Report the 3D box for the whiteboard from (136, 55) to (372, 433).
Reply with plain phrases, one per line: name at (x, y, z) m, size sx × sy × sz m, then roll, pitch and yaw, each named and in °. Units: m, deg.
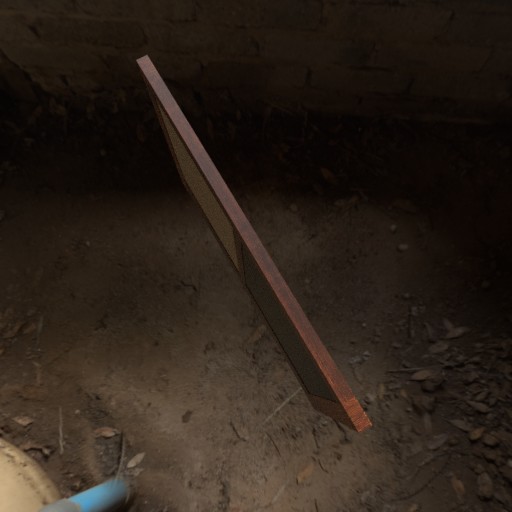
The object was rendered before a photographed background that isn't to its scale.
whiteboard at (0.000, 0.000, 1.030) m, size 0.083 × 0.553 × 0.768 m, roll -29°, pitch 77°, yaw -8°
